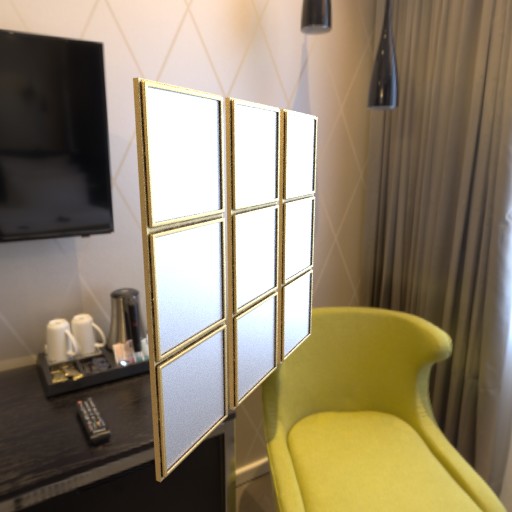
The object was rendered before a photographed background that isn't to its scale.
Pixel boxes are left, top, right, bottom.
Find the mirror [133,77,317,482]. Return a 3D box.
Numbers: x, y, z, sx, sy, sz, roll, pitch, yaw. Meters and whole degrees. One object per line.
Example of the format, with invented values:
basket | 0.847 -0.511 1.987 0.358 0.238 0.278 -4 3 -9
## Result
mirror | 0.000 0.000 1.414 0.023 0.926 1.011 7 14 27
